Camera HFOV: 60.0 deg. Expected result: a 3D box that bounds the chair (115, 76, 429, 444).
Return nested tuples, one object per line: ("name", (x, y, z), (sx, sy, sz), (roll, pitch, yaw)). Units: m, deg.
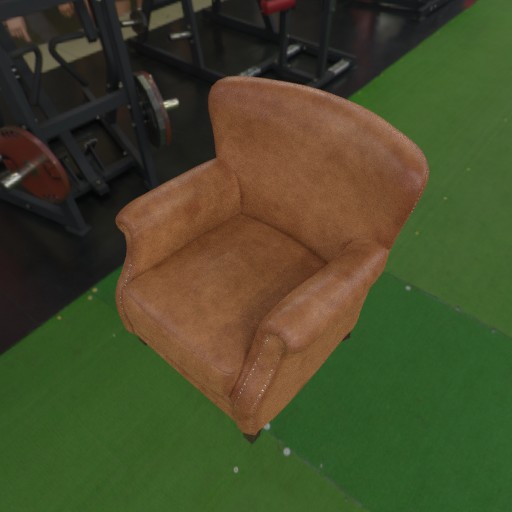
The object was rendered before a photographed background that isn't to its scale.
("chair", (0.000, 0.000, 1.642), (0.861, 0.936, 0.921), (33, 55, 26))
